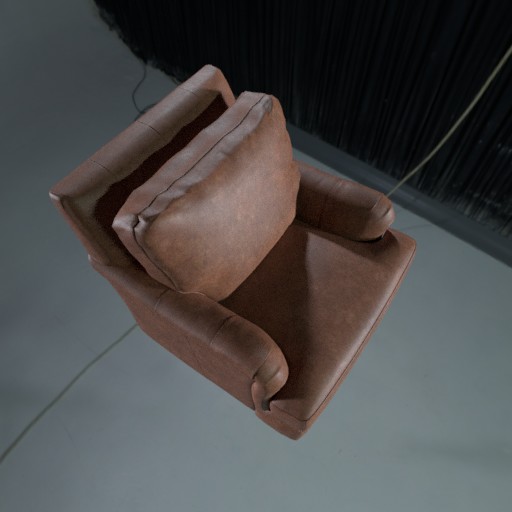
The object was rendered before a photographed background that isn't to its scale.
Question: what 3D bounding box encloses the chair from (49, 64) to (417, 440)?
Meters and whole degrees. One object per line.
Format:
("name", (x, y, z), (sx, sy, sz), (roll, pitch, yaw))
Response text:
("chair", (0.000, 0.000, 1.920), (1.158, 1.055, 0.986), (31, 62, 18))
